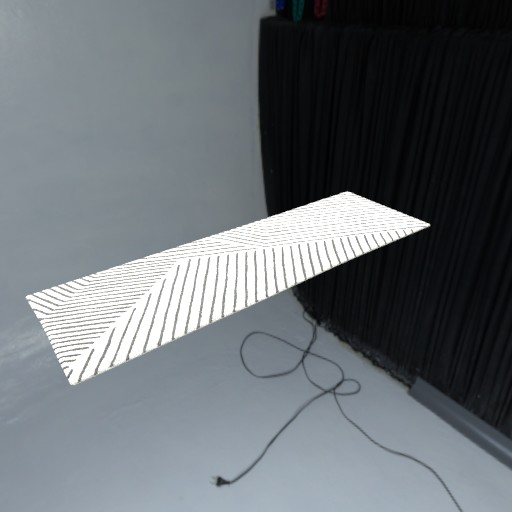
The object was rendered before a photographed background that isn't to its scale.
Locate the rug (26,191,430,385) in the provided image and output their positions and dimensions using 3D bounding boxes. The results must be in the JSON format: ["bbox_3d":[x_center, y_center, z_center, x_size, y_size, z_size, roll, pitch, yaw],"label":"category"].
[{"bbox_3d":[0.000,0.000,2.683,2.439,0.020,0.773,-21,36,-31],"label":"rug"}]
